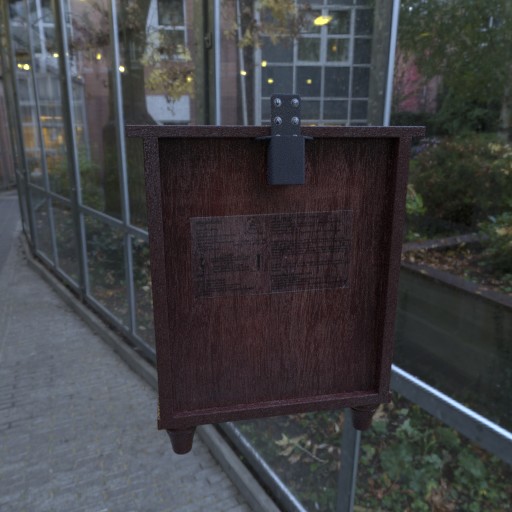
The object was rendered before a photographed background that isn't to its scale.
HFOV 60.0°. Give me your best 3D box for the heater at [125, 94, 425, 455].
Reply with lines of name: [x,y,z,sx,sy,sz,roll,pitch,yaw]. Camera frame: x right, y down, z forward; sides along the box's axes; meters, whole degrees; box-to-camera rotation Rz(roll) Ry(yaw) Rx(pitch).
heater: [0.000,0.000,0.743,0.362,0.481,0.400,-3,15,-11]
